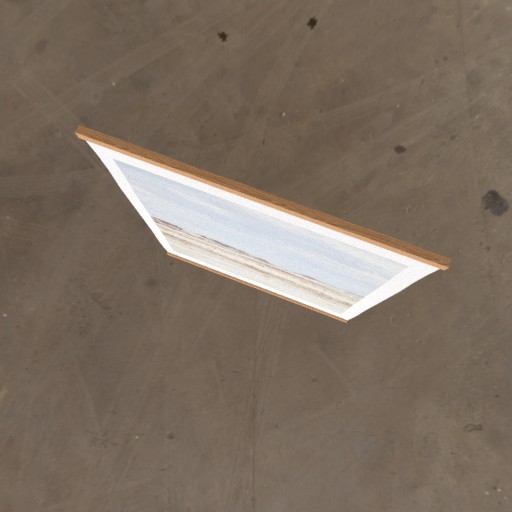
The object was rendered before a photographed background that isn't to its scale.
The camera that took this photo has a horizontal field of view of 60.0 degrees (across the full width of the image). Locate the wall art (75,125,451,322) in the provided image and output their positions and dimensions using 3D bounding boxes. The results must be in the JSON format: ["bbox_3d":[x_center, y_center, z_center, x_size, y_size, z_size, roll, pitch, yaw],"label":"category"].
[{"bbox_3d":[0.000,0.000,0.693,0.404,0.507,0.010,21,76,5],"label":"wall art"}]
